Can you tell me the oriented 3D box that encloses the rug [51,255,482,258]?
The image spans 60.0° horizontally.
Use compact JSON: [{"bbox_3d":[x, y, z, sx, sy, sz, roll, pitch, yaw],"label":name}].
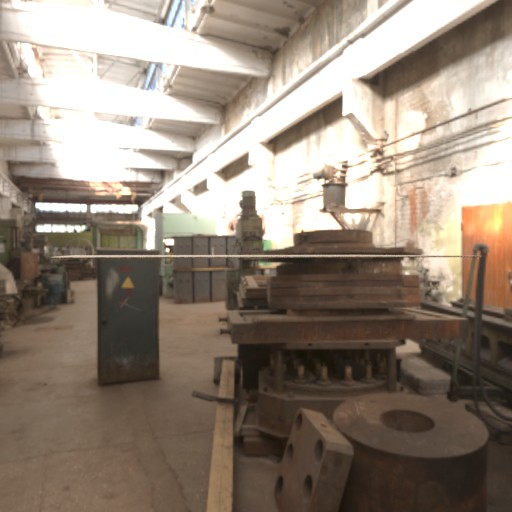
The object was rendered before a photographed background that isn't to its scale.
[{"bbox_3d":[0.000,0.000,3.073,2.442,0.010,1.546,0,0,-19],"label":"rug"}]
